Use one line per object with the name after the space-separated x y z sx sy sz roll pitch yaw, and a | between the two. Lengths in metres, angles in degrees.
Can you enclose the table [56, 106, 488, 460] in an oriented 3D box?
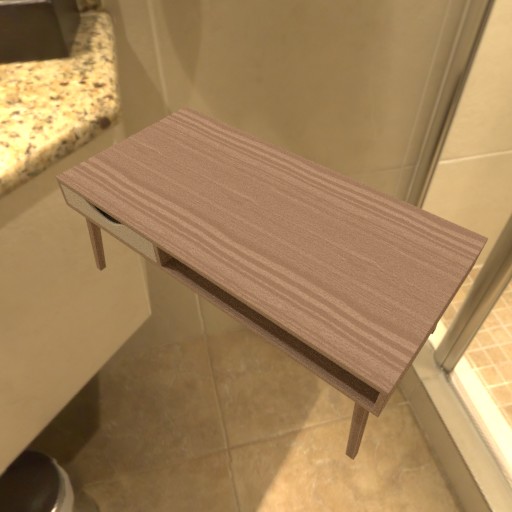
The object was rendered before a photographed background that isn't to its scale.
0.000 0.000 1.509 1.200 0.450 0.600 30 54 26 | table
